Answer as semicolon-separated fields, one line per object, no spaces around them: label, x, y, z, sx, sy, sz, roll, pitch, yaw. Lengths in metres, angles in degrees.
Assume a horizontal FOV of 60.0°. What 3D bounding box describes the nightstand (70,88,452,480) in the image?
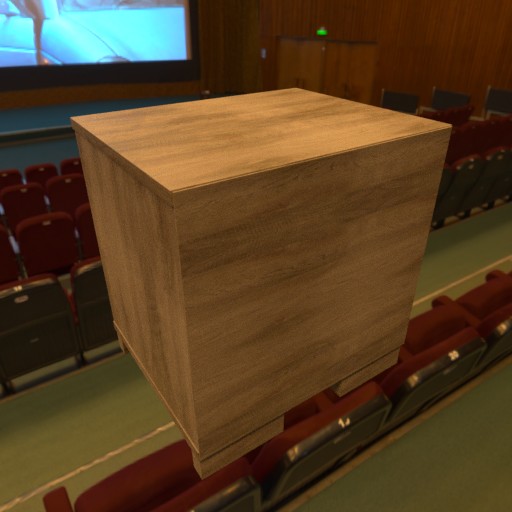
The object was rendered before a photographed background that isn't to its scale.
nightstand;0.000;0.000;0.747;0.427;0.448;0.347;-19;35;-29
